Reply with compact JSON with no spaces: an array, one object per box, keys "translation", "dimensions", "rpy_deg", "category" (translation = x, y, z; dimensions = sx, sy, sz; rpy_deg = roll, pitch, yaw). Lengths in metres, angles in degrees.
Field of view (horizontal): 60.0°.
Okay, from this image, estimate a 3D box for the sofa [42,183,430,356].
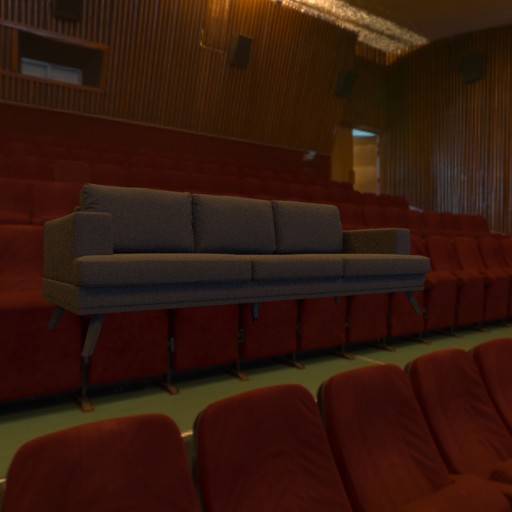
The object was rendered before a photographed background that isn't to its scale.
[{"translation":[0.000,0.000,2.771],"dimensions":[2.310,0.810,0.920],"rpy_deg":[0,0,-35],"category":"sofa"}]
